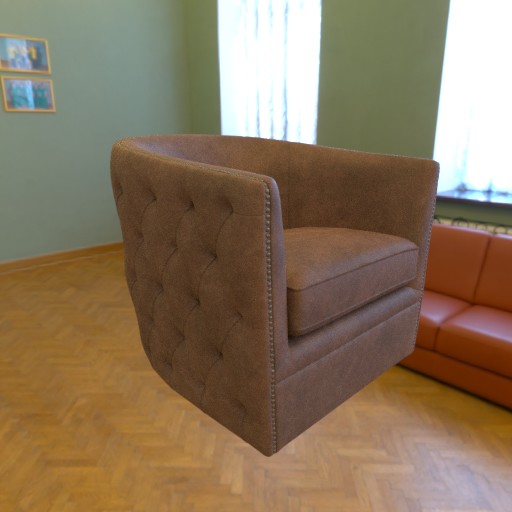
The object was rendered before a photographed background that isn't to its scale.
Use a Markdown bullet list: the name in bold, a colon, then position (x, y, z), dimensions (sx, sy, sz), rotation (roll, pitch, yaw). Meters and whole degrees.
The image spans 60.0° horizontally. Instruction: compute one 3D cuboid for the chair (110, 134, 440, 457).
- **chair**: position (0.000, 0.000, 1.506), dimensions (0.870, 0.790, 0.850), rotation (15, 22, 43)
